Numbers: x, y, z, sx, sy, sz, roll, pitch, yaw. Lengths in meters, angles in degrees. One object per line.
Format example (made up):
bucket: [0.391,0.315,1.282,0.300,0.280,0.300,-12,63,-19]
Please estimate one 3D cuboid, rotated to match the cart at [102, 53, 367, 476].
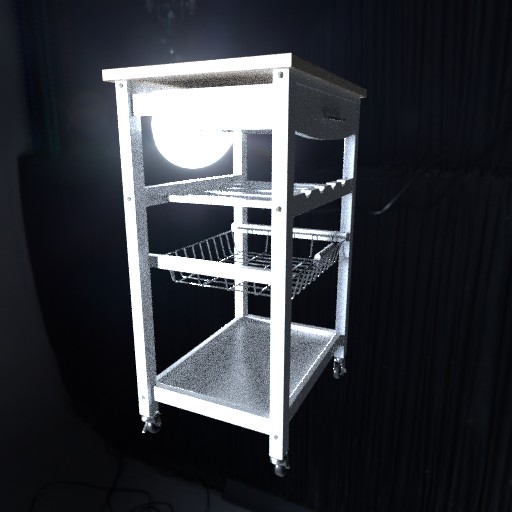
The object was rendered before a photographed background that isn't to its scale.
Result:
cart: [0.000,0.000,1.160,0.406,0.857,0.578,7,16,25]
